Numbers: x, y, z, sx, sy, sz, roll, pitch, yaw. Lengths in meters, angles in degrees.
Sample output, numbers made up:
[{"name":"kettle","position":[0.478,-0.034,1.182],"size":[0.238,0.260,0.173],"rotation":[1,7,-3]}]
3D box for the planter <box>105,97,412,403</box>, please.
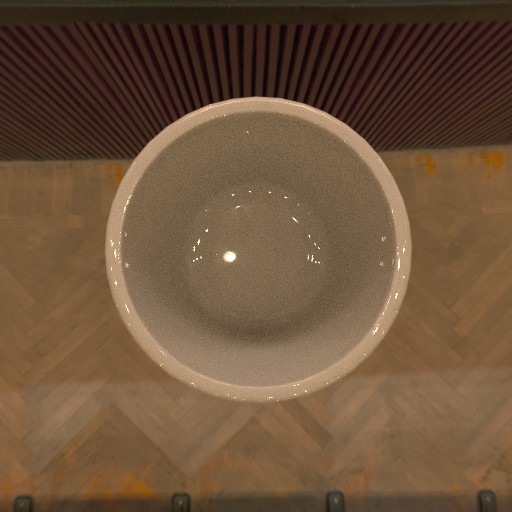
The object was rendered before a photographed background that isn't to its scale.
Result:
[{"name":"planter","position":[0.000,0.000,0.474],"size":[0.217,0.331,0.217],"rotation":[0,88,-1]}]
